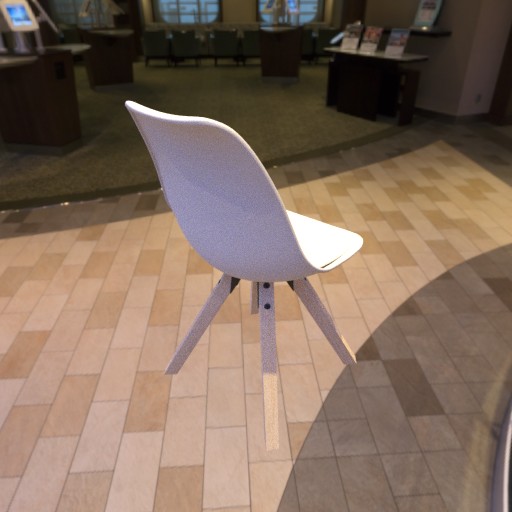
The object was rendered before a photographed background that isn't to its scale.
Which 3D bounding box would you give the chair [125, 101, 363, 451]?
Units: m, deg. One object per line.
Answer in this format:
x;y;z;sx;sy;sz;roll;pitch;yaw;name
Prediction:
0.000;0.000;1.187;0.485;0.850;0.550;23;38;34;chair
